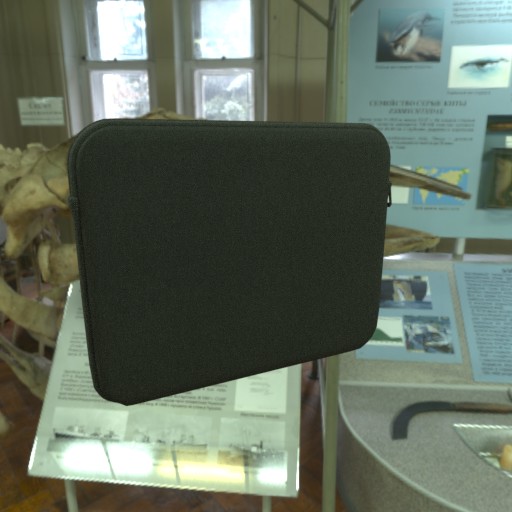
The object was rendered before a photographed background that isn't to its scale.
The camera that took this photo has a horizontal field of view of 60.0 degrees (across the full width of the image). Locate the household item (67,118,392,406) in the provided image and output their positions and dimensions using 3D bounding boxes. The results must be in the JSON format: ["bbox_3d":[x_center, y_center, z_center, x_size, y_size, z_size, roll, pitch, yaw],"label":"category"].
[{"bbox_3d":[0.000,0.000,0.523,0.396,0.305,0.030,-7,16,-25],"label":"household item"}]
